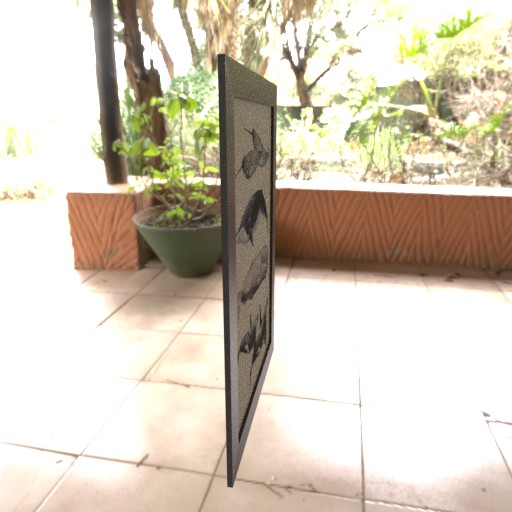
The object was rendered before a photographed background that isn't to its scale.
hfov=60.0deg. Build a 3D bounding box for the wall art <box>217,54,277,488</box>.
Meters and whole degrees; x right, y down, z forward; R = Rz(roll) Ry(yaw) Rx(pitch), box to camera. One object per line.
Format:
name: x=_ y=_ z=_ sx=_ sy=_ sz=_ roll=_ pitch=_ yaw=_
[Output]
wall art: x=0.000 y=0.000 z=1.465 sx=0.016 sy=1.116 sz=0.810 roll=3 pitch=17 yaw=10
